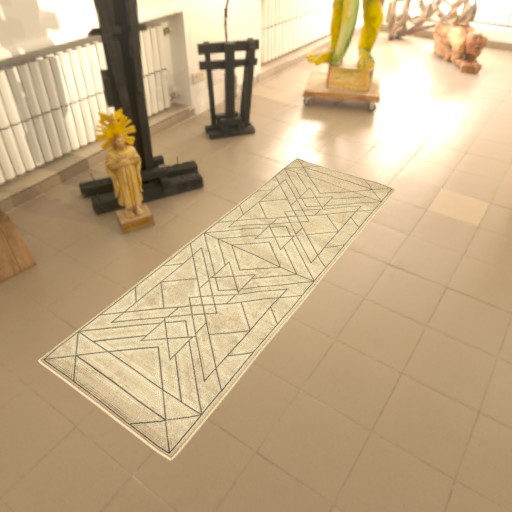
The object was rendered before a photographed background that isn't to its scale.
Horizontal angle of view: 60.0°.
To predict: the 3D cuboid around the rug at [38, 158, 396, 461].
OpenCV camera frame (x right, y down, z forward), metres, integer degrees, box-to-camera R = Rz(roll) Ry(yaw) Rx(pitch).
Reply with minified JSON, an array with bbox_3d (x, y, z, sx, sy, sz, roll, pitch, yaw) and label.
[{"bbox_3d":[0.000,0.000,2.622,0.831,0.036,2.381,24,46,25],"label":"rug"}]
